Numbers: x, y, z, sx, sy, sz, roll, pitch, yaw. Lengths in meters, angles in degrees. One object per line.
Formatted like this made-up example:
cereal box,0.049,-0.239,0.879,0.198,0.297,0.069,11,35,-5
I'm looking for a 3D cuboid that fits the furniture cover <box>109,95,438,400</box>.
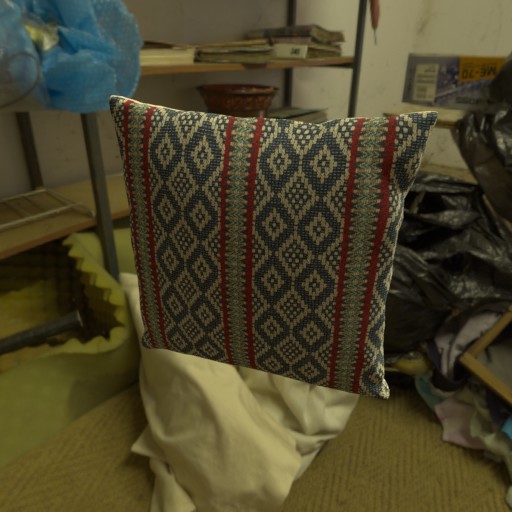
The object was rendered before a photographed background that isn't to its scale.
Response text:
furniture cover,0.000,0.000,0.650,0.431,0.431,0.139,8,28,16
